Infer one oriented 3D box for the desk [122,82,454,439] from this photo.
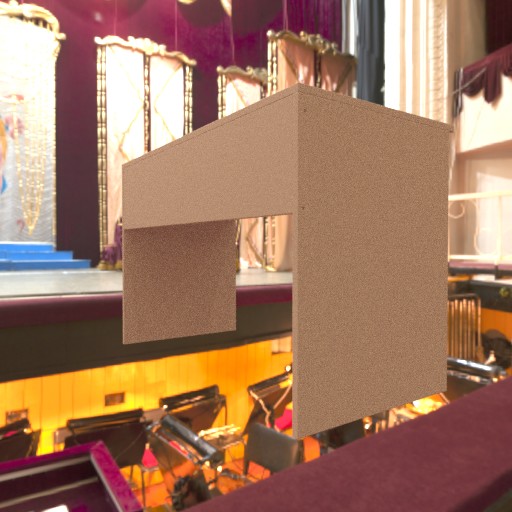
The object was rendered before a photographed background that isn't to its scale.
[{"bbox_3d":[0.000,0.000,1.515,0.560,0.730,1.100,-1,1,-35],"label":"desk"}]
